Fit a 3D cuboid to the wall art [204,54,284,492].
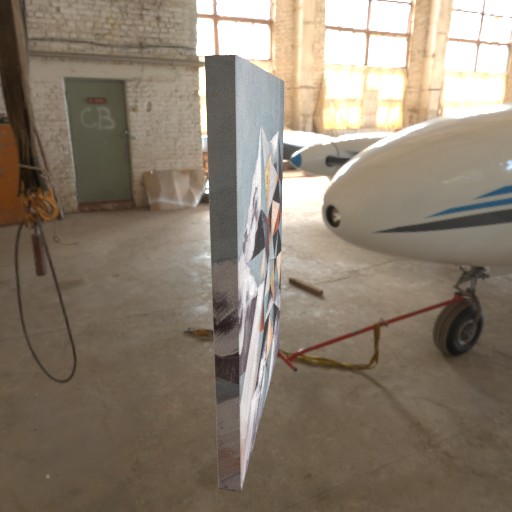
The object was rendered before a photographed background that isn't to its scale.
[{"bbox_3d":[0.000,0.000,0.795,0.037,0.613,0.455,3,18,10],"label":"wall art"}]
